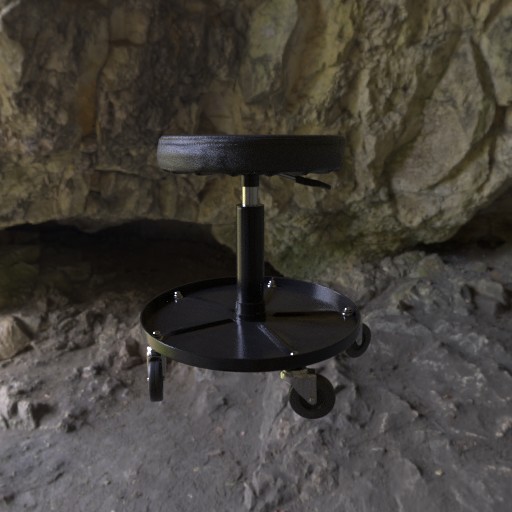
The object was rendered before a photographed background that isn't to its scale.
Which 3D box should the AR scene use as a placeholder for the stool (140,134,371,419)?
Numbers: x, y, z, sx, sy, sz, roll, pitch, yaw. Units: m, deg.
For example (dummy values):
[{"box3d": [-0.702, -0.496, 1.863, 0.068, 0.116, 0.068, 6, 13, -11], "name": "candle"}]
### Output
[{"box3d": [0.000, 0.000, 0.694, 0.382, 0.365, 0.381, -7, 16, -25], "name": "stool"}]
